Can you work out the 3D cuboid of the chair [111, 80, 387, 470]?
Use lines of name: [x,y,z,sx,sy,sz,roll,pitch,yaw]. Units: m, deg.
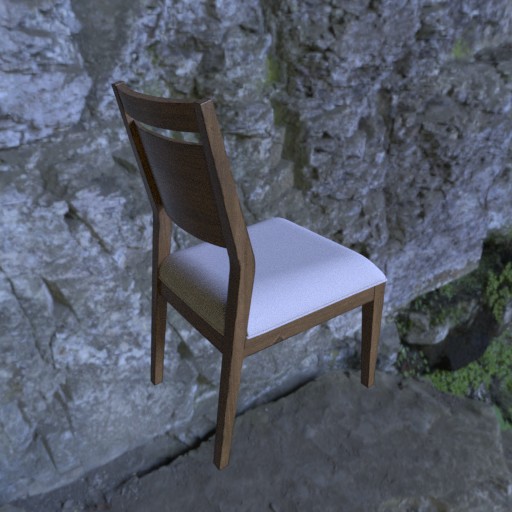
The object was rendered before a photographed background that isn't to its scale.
chair: [0.000,0.000,1.274,0.610,0.939,0.497,-19,32,-32]
